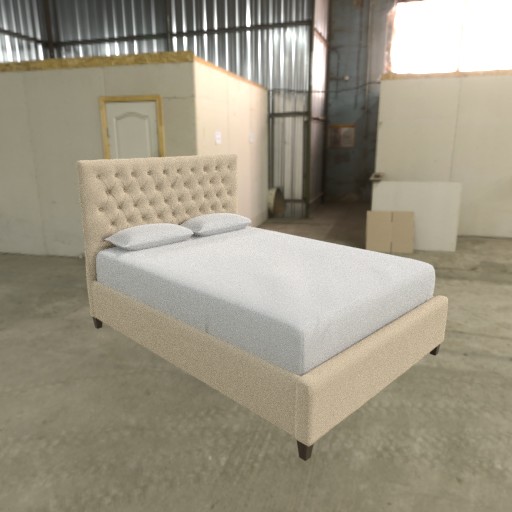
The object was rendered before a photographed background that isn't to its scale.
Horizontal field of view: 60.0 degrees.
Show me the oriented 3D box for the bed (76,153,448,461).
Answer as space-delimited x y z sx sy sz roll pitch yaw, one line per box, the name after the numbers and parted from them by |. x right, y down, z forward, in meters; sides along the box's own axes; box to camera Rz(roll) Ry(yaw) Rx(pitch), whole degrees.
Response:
0.000 0.000 3.441 2.387 1.427 1.698 15 21 43 | bed
